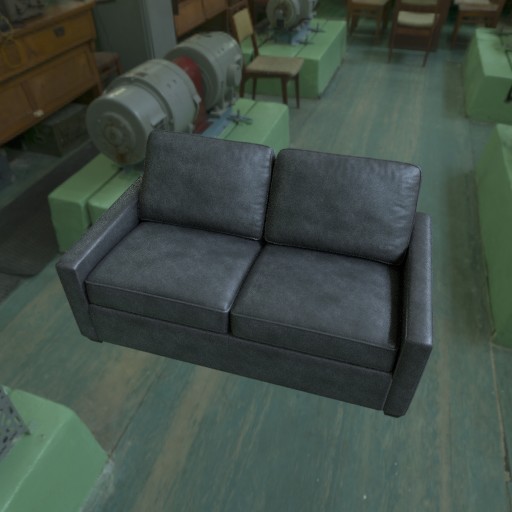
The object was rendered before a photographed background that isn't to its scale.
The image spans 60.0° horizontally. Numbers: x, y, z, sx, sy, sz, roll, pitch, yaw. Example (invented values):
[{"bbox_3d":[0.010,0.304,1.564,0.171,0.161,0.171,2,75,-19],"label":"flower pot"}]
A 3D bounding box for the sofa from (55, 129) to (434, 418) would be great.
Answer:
[{"bbox_3d":[0.000,0.000,2.306,1.732,0.916,0.939,11,41,12],"label":"sofa"}]
